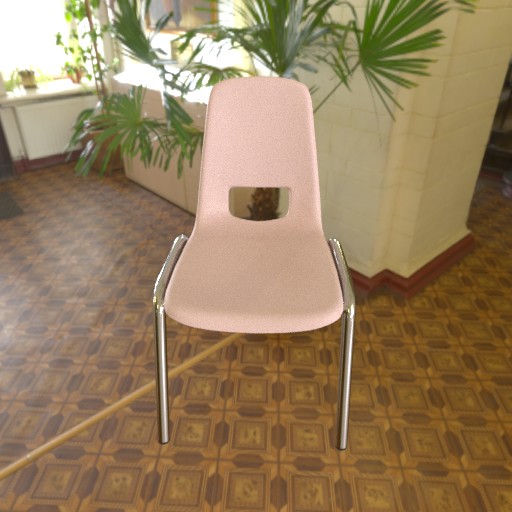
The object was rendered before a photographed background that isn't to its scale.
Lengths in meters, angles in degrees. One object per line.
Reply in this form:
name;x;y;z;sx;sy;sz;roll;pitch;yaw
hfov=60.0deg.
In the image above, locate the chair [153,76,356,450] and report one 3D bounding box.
chair;0.000;0.000;0.851;0.354;0.586;0.423;1;31;2
